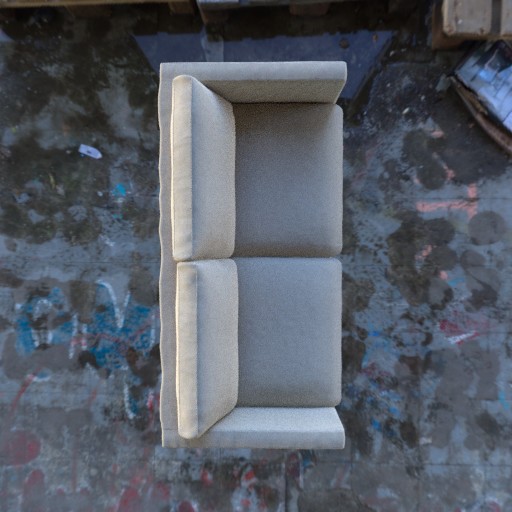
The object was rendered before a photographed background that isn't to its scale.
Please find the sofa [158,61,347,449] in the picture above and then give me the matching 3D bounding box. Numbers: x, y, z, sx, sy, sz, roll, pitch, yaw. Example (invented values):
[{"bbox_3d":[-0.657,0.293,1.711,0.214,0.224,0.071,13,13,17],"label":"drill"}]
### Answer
[{"bbox_3d":[0.000,0.000,2.481,0.962,0.835,1.959,0,92,1],"label":"sofa"}]
